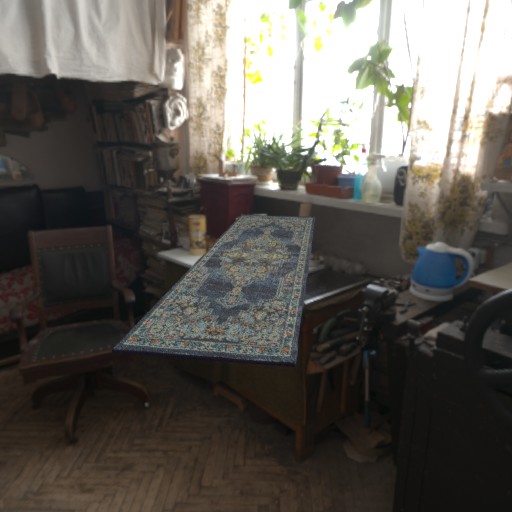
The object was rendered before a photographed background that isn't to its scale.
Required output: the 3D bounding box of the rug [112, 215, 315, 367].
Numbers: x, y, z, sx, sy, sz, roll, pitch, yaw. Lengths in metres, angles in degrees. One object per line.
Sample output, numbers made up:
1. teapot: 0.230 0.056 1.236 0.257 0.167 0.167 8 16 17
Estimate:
1. rug: 0.000 0.000 2.472 0.602 0.016 2.283 3 17 8
